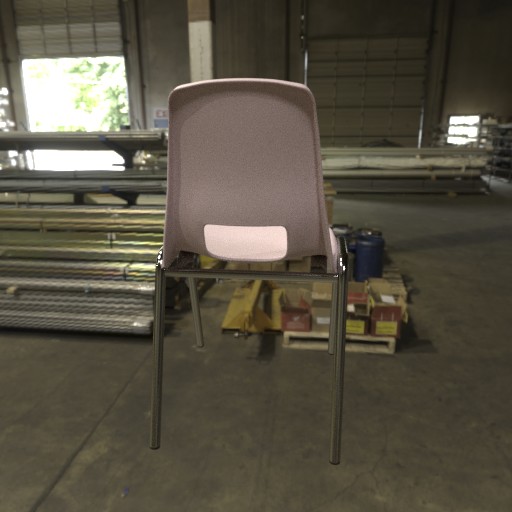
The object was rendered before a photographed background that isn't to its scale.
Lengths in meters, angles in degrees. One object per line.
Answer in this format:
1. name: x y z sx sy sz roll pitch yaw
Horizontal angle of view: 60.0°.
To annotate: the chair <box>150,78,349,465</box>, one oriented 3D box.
1. chair: 0.000 0.000 0.931 0.381 0.653 0.436 2 16 7
